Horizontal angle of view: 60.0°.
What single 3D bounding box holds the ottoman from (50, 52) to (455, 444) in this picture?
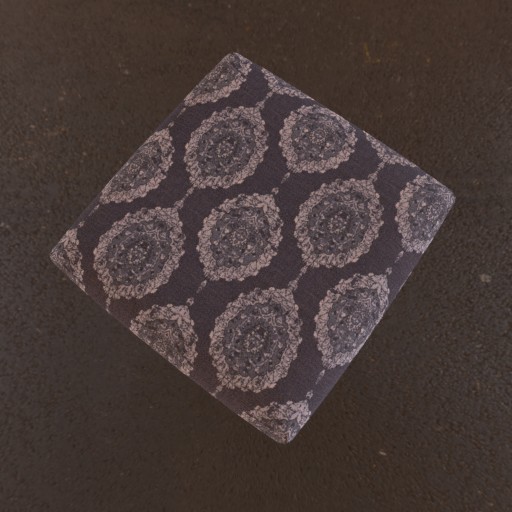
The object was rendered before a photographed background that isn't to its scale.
[{"bbox_3d":[0.000,0.000,0.913,0.497,0.475,0.507,36,78,9],"label":"ottoman"}]
